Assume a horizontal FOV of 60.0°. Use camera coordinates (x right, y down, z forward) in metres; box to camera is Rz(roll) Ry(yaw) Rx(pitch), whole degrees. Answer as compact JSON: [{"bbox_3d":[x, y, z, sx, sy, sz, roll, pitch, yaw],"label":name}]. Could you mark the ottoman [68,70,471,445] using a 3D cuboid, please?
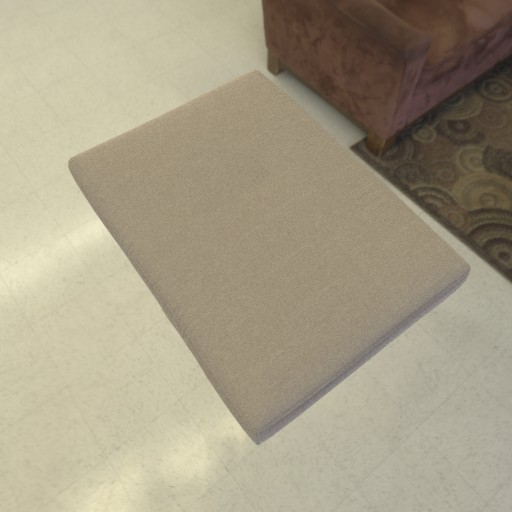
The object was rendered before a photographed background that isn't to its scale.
[{"bbox_3d":[0.000,0.000,1.149,0.569,0.500,0.771,-33,66,-16],"label":"ottoman"}]
